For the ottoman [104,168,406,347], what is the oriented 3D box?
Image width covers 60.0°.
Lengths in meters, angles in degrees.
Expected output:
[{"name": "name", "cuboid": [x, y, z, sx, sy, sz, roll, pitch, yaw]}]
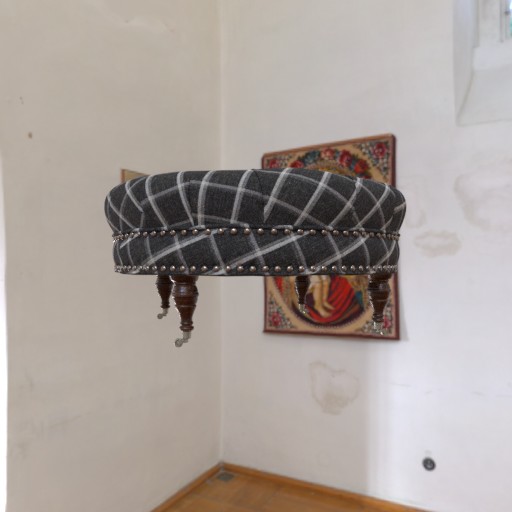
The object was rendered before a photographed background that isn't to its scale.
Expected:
[{"name": "ottoman", "cuboid": [0.000, 0.000, 1.389, 0.901, 0.439, 0.901, 0, -1, 0]}]
